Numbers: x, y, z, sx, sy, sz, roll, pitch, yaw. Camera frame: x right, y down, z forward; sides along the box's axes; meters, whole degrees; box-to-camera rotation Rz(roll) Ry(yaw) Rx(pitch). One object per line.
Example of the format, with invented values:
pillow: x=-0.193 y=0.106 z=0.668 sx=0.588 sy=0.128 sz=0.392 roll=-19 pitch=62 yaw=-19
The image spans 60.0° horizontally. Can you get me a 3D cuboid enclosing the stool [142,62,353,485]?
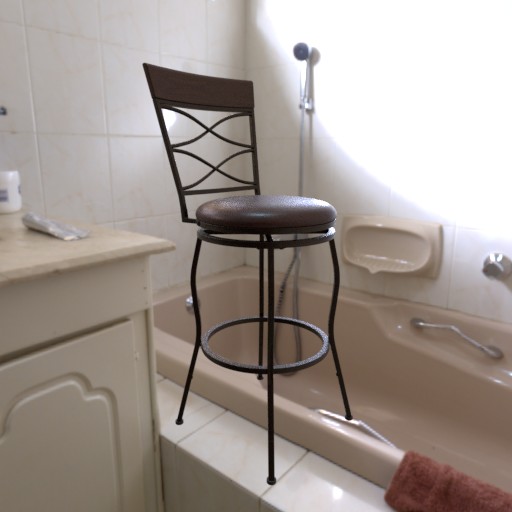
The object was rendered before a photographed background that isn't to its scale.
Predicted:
stool: x=0.000 y=0.000 z=1.395 sx=0.513 sy=1.130 sz=0.448 roll=12 pitch=18 yaw=41
